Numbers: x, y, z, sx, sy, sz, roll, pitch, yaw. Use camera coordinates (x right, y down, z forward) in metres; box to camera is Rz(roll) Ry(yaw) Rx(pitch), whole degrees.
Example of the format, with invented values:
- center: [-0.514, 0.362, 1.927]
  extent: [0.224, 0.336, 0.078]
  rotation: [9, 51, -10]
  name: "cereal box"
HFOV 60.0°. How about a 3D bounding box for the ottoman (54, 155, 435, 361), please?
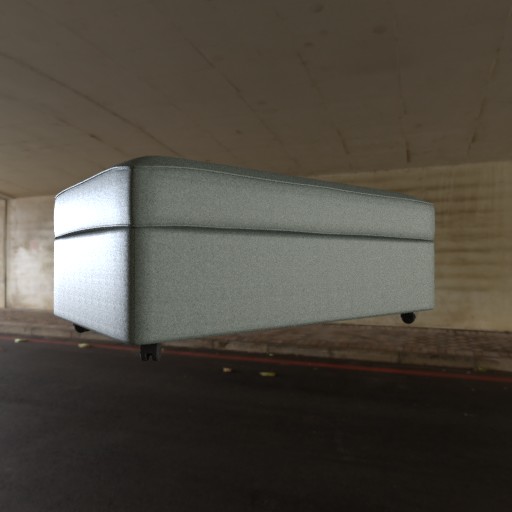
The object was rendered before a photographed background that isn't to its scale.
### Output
- center: [0.000, 0.000, 1.534]
  extent: [1.173, 0.494, 0.681]
  rotation: [1, -1, -37]
  name: "ottoman"
